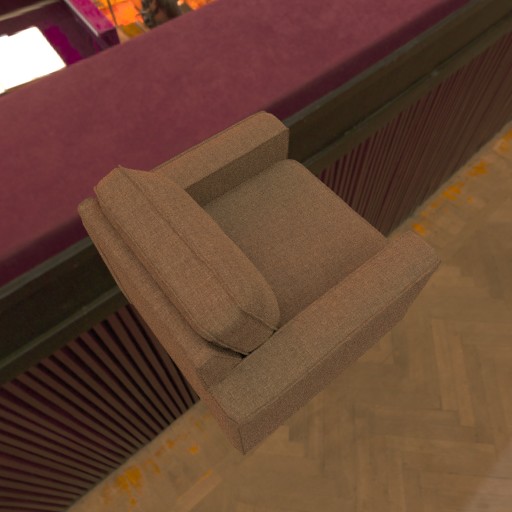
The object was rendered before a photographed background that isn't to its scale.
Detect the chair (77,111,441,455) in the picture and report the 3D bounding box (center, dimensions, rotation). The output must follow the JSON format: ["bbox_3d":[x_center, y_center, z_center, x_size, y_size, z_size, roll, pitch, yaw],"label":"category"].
[{"bbox_3d":[0.000,0.000,1.729,0.940,0.914,1.016,-34,65,-19],"label":"chair"}]
